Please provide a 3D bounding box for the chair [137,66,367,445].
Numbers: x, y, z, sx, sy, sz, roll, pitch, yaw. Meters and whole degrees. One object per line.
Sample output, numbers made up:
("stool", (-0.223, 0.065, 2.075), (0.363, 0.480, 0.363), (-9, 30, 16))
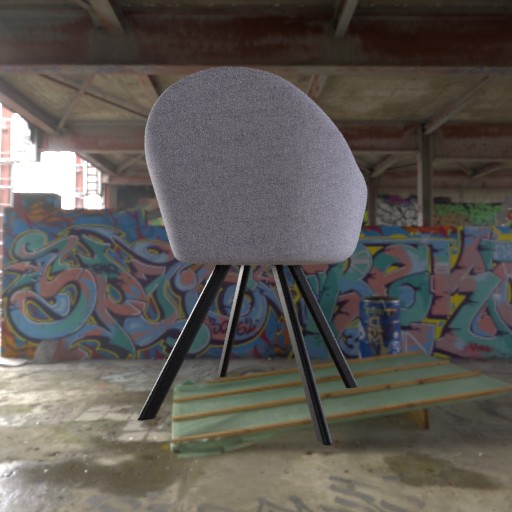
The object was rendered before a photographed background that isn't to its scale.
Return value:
("chair", (0.000, 0.000, 1.167), (0.540, 0.780, 0.570), (-1, -2, 19))
